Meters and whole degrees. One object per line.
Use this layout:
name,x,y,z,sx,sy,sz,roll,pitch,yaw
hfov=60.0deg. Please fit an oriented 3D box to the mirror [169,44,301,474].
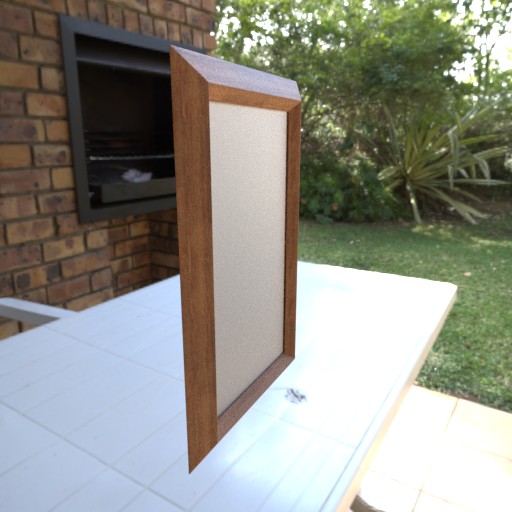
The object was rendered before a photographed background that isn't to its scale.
mirror,0.000,0.000,1.272,0.047,1.010,0.651,8,16,27
